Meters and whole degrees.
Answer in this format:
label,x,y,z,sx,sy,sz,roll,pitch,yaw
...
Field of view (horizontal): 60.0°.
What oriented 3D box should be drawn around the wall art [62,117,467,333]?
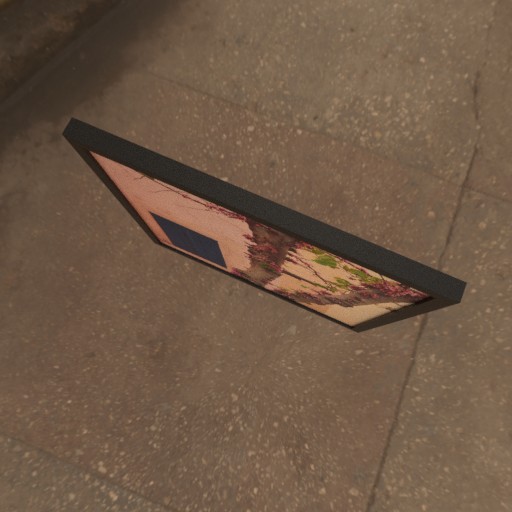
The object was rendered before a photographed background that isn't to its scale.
label,x,y,z,sx,sy,sz,roll,pitch,yaw
wall art,0.000,0.000,1.149,0.762,0.762,0.038,23,78,5
